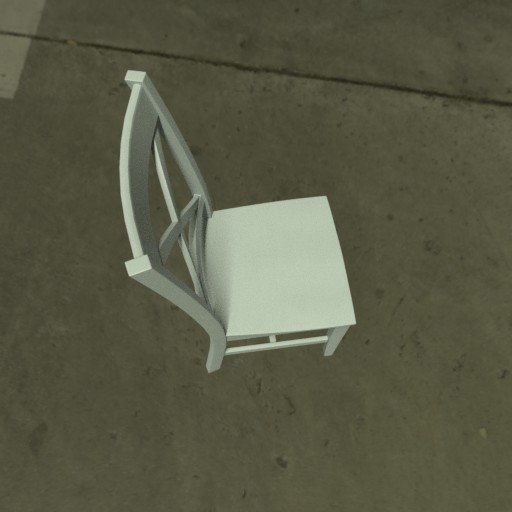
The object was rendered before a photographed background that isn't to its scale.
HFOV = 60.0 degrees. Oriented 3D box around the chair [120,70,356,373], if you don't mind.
[{"bbox_3d":[0.000,0.000,1.307,0.542,0.983,0.485,-7,65,-3],"label":"chair"}]
